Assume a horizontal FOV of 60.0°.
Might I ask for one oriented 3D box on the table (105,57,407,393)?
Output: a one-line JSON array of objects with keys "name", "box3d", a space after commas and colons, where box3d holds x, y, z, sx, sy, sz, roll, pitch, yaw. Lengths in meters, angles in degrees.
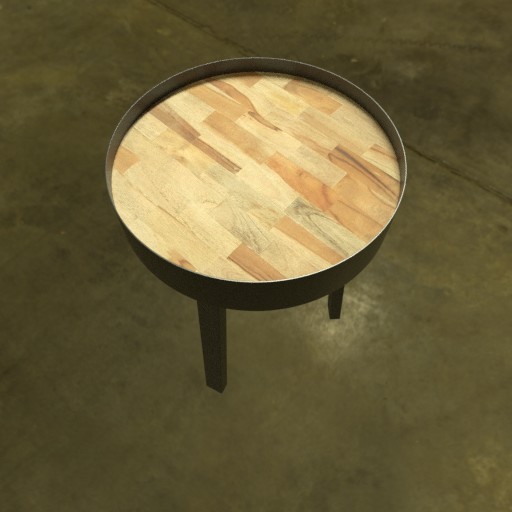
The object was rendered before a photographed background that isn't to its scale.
[{"name": "table", "box3d": [0.000, 0.000, 0.844, 0.406, 0.559, 0.406, 0, 59, 0]}]
